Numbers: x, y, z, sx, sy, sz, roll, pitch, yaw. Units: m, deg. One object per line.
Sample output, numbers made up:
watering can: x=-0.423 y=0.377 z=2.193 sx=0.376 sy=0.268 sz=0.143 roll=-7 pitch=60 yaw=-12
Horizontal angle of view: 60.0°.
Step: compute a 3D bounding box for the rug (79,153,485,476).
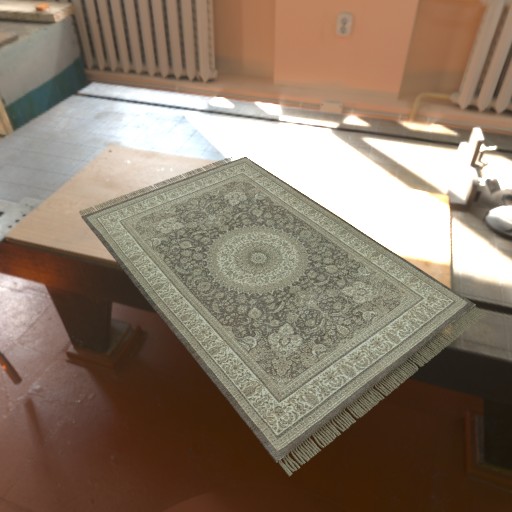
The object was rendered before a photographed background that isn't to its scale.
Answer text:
rug: x=0.000 y=0.000 z=4.146 sx=2.143 sy=0.015 sz=3.422 roll=-27 pitch=48 yaw=-27
